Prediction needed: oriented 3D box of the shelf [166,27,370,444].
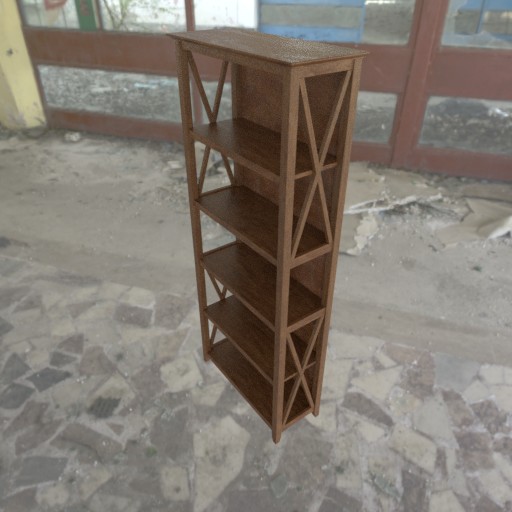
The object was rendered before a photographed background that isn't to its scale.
[{"bbox_3d":[0.000,0.000,2.166,0.335,1.905,0.805,-22,39,-30],"label":"shelf"}]
